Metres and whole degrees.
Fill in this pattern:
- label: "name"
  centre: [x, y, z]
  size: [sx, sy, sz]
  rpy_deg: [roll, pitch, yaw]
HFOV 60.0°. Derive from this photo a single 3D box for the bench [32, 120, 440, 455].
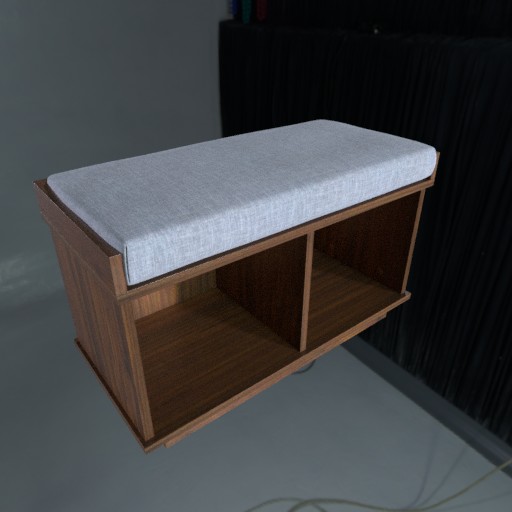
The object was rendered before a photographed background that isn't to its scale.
- label: "bench"
  centre: [0.000, 0.000, 0.966]
  size: [0.734, 0.461, 0.362]
  rpy_deg: [-21, 36, -33]
